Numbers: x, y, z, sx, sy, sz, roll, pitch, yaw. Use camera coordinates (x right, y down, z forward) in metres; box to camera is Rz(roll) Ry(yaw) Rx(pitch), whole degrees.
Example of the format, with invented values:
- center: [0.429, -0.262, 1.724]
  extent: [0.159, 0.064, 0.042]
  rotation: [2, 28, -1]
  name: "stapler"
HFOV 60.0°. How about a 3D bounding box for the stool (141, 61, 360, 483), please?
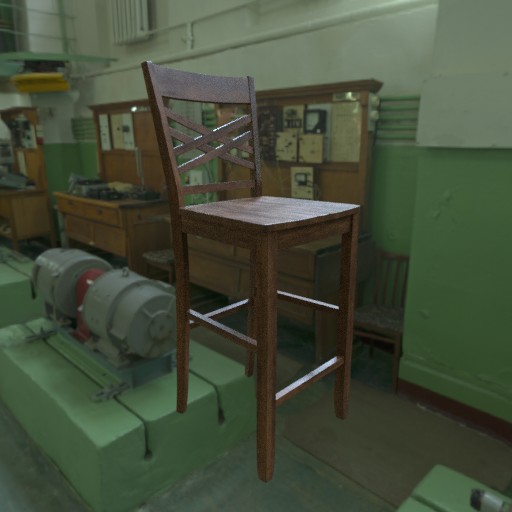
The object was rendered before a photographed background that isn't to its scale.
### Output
- center: [0.000, 0.000, 1.358]
  extent: [0.487, 1.105, 0.433]
  rotation: [13, 20, 42]
  name: "stool"
